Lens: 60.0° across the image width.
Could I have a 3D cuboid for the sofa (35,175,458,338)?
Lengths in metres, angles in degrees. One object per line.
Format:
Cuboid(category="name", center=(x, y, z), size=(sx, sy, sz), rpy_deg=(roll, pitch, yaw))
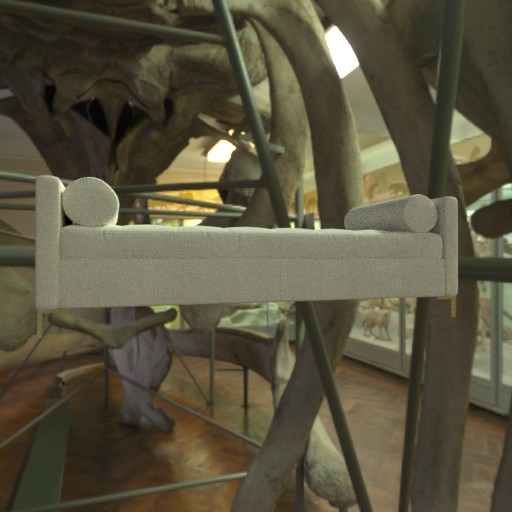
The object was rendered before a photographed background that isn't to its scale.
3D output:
Cuboid(category="sofa", center=(0.000, 0.000, 2.304), size=(1.981, 0.635, 0.686), rpy_deg=(0, 0, -18))
